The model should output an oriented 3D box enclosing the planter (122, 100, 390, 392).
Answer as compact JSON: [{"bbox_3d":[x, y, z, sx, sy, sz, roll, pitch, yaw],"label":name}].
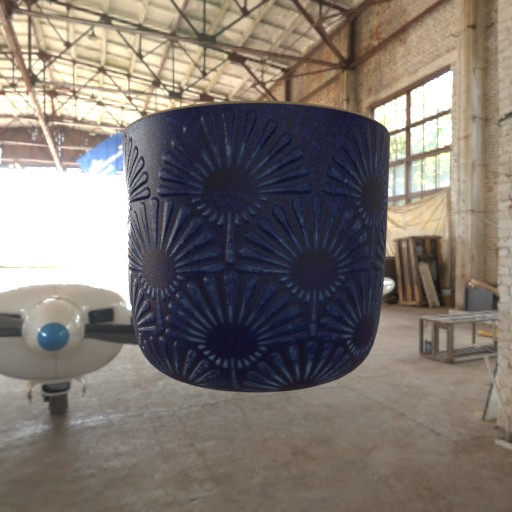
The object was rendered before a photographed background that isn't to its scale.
[{"bbox_3d":[0.000,0.000,0.214,0.124,0.109,0.124,0,1,0],"label":"planter"}]
